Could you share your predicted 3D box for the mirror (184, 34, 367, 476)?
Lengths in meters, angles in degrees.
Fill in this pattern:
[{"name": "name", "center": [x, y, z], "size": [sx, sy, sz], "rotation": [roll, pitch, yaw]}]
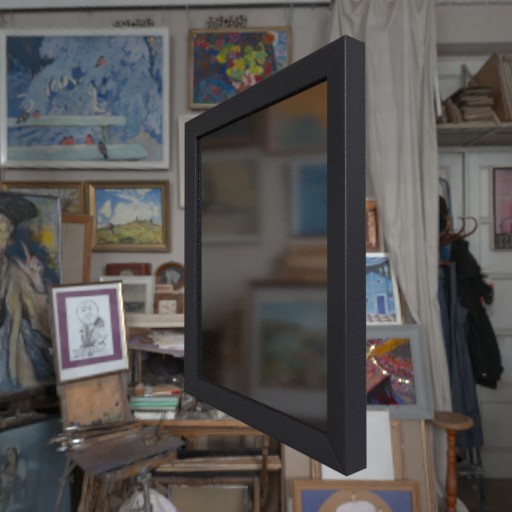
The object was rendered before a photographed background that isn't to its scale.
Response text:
[{"name": "mirror", "center": [0.000, 0.000, 0.684], "size": [0.041, 0.508, 0.405], "rotation": [1, -1, -36]}]
